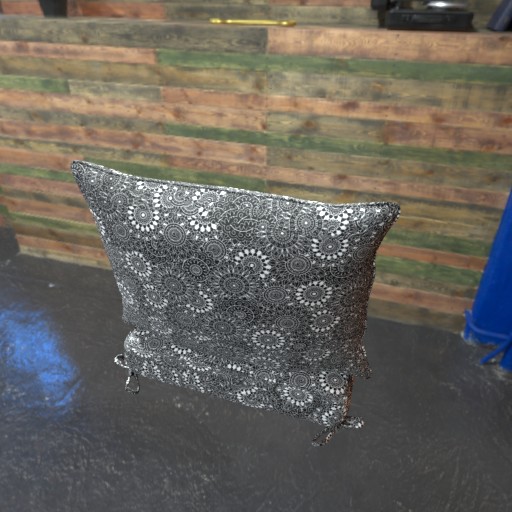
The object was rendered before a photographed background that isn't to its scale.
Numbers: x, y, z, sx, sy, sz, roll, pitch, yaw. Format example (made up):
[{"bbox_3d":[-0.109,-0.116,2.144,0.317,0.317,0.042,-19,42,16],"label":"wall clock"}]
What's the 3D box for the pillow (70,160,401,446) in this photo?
[{"bbox_3d":[0.000,0.000,1.369,0.798,0.722,0.740,10,33,16],"label":"pillow"}]
